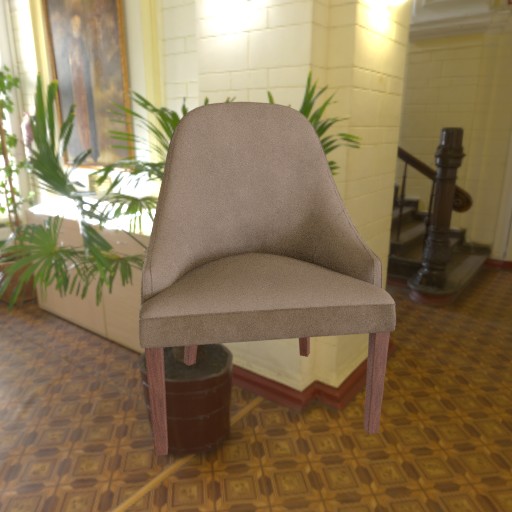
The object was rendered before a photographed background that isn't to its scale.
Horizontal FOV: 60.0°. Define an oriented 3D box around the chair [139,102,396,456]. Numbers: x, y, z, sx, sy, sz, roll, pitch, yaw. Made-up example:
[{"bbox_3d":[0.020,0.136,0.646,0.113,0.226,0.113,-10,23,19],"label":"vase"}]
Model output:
[{"bbox_3d":[0.000,0.000,1.311,0.643,0.889,0.575,-2,16,-8],"label":"chair"}]
